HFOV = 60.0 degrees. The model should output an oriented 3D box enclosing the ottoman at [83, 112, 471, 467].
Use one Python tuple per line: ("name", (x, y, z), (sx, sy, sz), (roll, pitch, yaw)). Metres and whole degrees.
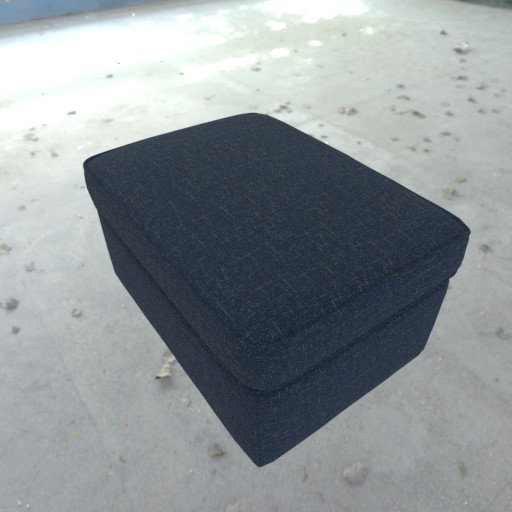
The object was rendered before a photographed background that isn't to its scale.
("ottoman", (0.000, 0.000, 1.073), (0.549, 0.450, 0.749), (-25, 46, -27))
